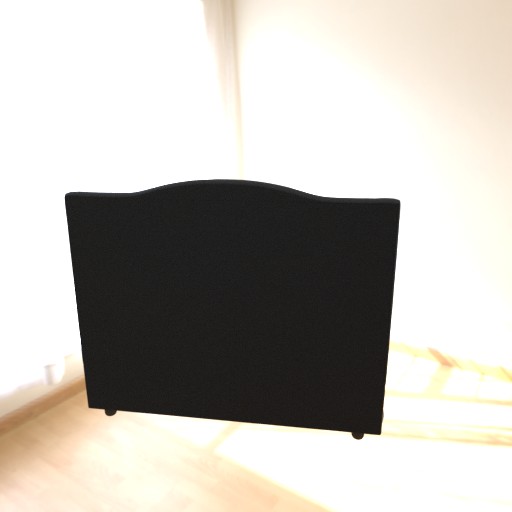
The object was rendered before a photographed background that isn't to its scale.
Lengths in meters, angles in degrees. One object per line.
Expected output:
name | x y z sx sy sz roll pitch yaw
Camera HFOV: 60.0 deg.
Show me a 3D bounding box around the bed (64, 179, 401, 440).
bed | 0.000 0.000 3.433 1.821 1.436 2.282 2 17 8
